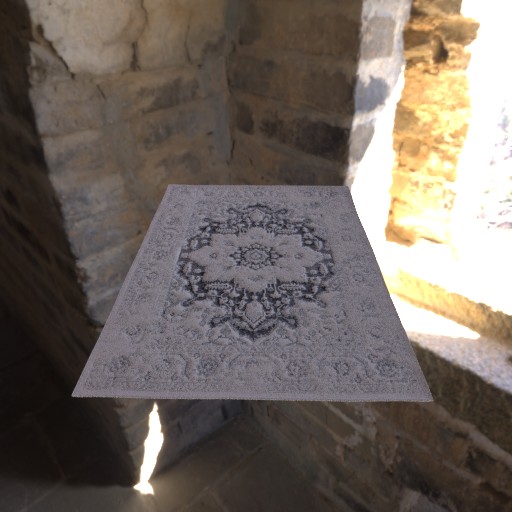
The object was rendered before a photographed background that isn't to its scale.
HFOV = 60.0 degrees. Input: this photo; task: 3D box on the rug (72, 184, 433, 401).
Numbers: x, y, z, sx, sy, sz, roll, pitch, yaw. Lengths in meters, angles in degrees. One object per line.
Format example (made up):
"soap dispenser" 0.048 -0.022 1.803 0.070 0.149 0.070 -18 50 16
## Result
"rug" 0.000 0.000 2.255 1.223 0.008 1.813 1 32 1
